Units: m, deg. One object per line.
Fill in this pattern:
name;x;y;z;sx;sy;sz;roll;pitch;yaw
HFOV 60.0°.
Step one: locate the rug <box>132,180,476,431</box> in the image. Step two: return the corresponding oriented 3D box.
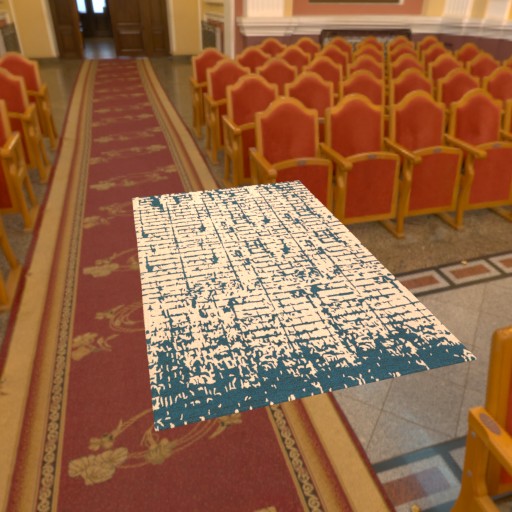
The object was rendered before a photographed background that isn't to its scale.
rug;0.000;0.000;2.955;1.517;0.011;2.435;-8;32;-13
